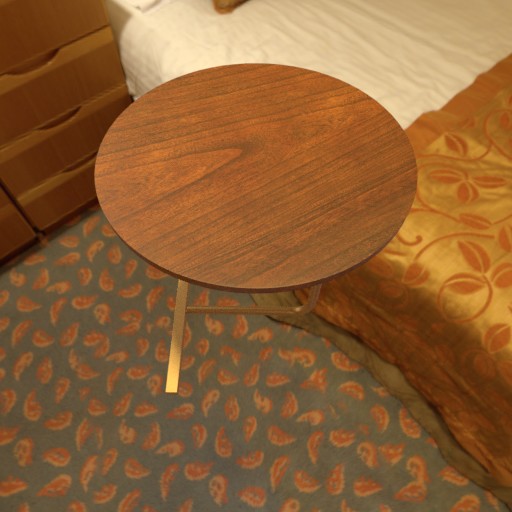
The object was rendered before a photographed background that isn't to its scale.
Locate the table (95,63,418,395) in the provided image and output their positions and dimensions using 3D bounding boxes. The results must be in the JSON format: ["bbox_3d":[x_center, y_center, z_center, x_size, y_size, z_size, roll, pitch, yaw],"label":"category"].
[{"bbox_3d":[0.000,0.000,1.107,0.577,0.706,0.530,1,59,0],"label":"table"}]
